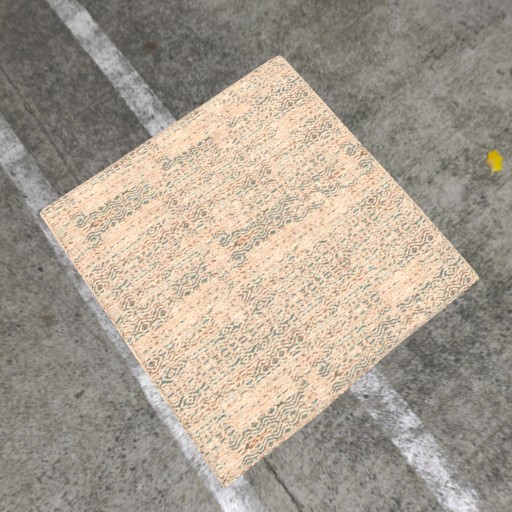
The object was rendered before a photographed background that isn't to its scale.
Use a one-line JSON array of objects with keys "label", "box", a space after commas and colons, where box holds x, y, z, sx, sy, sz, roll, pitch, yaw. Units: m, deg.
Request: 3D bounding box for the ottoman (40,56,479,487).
[{"label": "ottoman", "box": [0.000, 0.000, 1.498, 0.968, 0.356, 1.004, -36, 78, -9]}]
